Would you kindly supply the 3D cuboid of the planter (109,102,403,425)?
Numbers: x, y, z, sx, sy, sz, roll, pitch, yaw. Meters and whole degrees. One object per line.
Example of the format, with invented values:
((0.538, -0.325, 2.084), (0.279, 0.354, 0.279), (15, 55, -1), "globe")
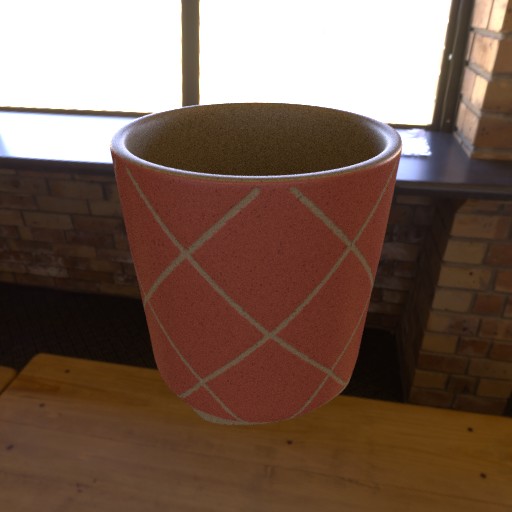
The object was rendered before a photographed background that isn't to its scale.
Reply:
((0.000, 0.000, 0.415), (0.227, 0.235, 0.227), (0, 30, 0), "planter")
